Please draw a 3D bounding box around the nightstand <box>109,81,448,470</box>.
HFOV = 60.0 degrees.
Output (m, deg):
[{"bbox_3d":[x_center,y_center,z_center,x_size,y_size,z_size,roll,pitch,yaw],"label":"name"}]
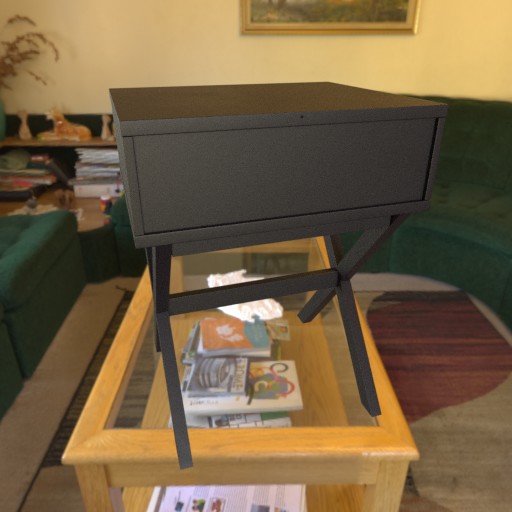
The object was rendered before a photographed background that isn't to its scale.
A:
[{"bbox_3d":[0.000,0.000,0.908,0.479,0.623,0.402,-8,27,-16],"label":"nightstand"}]
